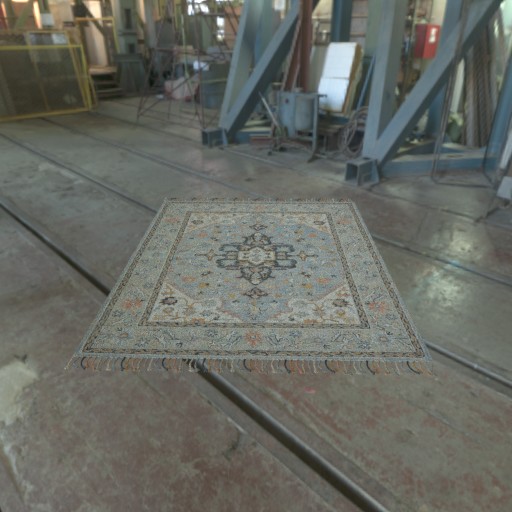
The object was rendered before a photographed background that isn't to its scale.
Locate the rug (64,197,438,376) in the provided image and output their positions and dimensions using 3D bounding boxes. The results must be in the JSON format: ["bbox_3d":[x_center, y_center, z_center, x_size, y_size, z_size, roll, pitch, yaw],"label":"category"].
[{"bbox_3d":[0.000,0.000,4.214,2.379,0.011,3.221,1,27,1],"label":"rug"}]
